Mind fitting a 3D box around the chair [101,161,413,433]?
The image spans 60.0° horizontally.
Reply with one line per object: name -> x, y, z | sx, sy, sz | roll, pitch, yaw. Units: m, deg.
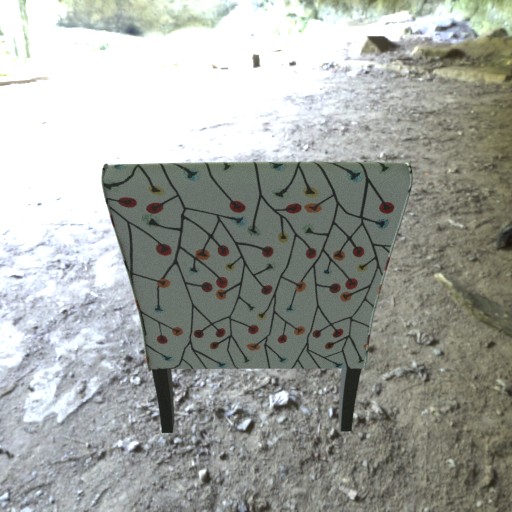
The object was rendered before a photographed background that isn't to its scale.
chair -> 0.000, 0.000, 1.311 | 0.597, 0.813, 0.732 | 0, 32, -1
